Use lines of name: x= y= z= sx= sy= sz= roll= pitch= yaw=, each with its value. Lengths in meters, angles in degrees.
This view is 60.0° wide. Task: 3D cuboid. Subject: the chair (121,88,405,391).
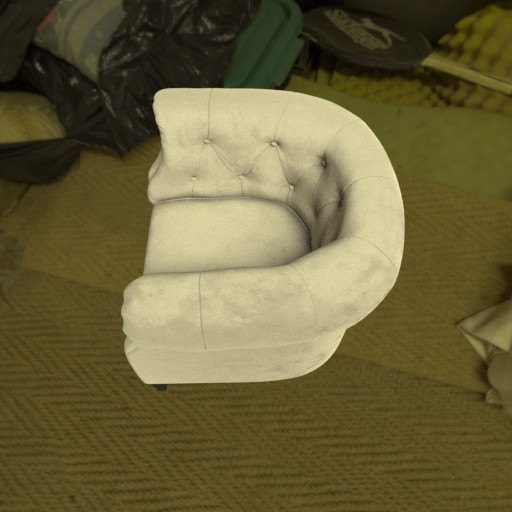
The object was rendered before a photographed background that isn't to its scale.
chair: x=0.000 y=0.000 z=1.578 sx=0.851 sy=0.826 sz=0.904 roll=-1 pitch=58 yaw=-1
